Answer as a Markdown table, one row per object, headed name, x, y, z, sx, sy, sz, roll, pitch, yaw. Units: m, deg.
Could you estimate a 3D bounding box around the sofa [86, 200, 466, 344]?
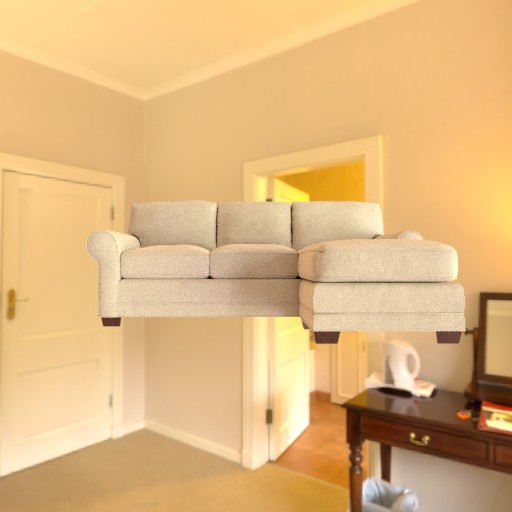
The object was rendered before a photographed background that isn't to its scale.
| name | x | y | z | sx | sy | sz | roll | pitch | yaw |
| --- | --- | --- | --- | --- | --- | --- | --- | --- | --- |
| sofa | 0.000 | 0.000 | 2.370 | 1.770 | 0.734 | 1.226 | 0 | -1 | -1 |
